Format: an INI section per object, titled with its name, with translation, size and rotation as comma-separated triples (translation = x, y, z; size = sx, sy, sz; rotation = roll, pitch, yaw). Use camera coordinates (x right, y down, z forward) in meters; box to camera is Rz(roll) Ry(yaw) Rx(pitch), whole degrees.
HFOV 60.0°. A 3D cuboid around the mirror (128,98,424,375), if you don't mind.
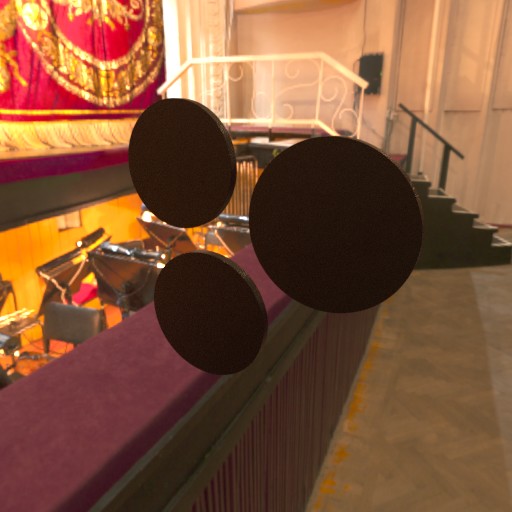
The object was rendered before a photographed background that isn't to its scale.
[mirror]
translation = 0.000, 0.000, 3.098
size = 2.160, 2.096, 0.076
rotation = 10, 20, 27
